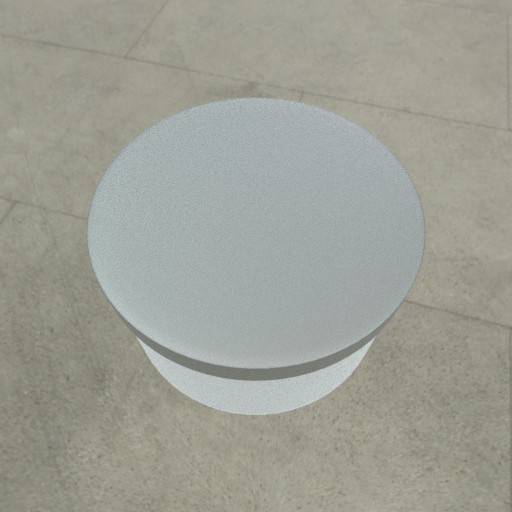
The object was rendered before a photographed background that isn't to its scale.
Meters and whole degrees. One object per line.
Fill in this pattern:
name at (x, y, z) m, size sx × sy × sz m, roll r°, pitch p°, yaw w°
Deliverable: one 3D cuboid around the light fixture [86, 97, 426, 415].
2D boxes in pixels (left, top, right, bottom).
light fixture at (0.000, 0.000, 0.618) m, size 0.393 × 0.229 × 0.393 m, roll 0°, pitch 58°, yaw 0°
